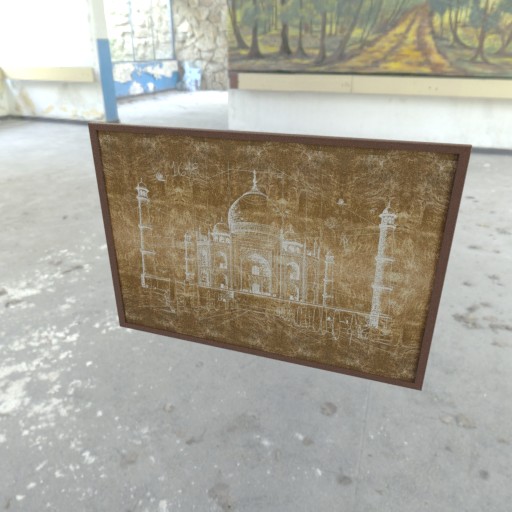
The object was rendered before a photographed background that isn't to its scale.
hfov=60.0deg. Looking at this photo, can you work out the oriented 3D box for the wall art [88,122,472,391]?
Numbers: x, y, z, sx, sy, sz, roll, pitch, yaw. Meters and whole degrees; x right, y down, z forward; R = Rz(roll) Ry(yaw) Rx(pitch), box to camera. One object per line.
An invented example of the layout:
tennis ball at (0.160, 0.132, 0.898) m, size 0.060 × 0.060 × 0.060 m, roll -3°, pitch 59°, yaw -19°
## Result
wall art at (0.000, 0.000, 0.835) m, size 0.660 × 0.455 × 0.014 m, roll 8°, pitch 27°, yaw 17°
